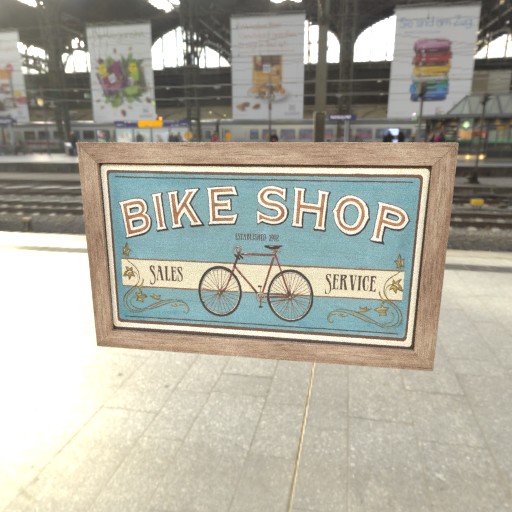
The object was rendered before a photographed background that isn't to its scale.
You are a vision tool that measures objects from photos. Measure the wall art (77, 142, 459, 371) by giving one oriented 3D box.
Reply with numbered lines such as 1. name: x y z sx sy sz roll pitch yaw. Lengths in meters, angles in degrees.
1. wall art: 0.000 0.000 0.967 0.780 0.480 0.021 2 15 9
